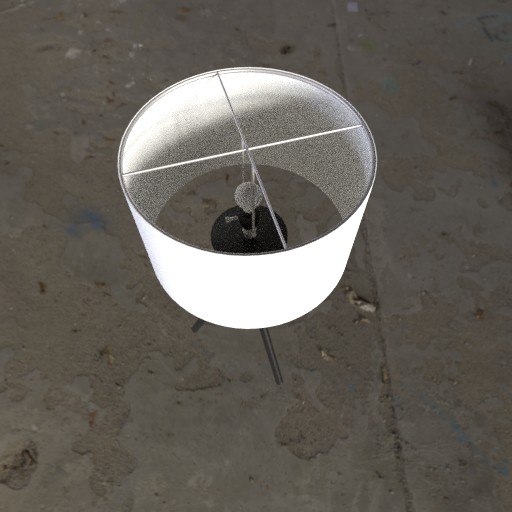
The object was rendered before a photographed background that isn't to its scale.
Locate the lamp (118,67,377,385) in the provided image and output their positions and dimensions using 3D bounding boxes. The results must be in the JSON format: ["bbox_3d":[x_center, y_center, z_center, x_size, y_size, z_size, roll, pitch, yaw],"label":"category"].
[{"bbox_3d":[0.000,0.000,0.914,0.353,0.674,0.422,17,60,10],"label":"lamp"}]
